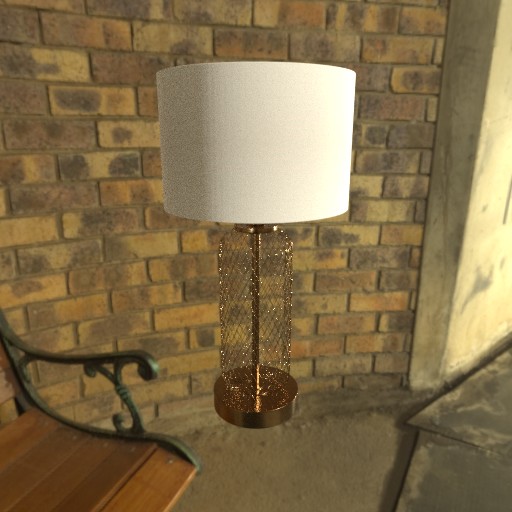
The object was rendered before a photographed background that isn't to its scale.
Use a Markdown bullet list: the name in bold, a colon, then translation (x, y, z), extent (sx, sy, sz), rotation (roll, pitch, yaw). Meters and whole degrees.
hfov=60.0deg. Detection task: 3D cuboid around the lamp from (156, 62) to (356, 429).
- **lamp**: translation (0.000, 0.000, 0.638), extent (0.252, 0.483, 0.252), rotation (-2, 16, -8)
